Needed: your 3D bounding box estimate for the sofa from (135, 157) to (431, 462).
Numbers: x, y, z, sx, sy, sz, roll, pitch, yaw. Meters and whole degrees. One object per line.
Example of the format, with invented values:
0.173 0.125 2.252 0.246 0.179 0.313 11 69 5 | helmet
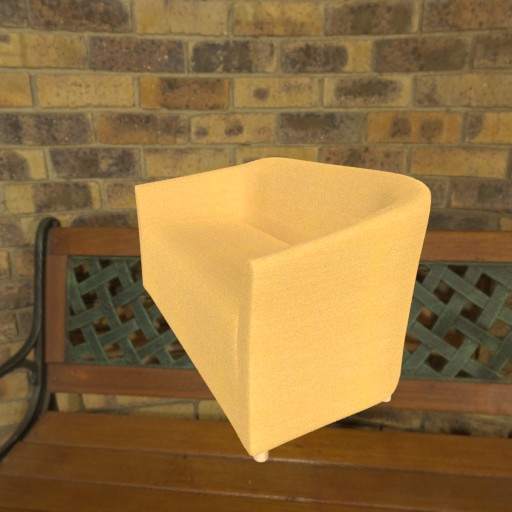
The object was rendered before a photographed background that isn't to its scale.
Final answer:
0.000 0.000 1.812 0.705 0.721 1.452 -7 18 -24 | sofa
